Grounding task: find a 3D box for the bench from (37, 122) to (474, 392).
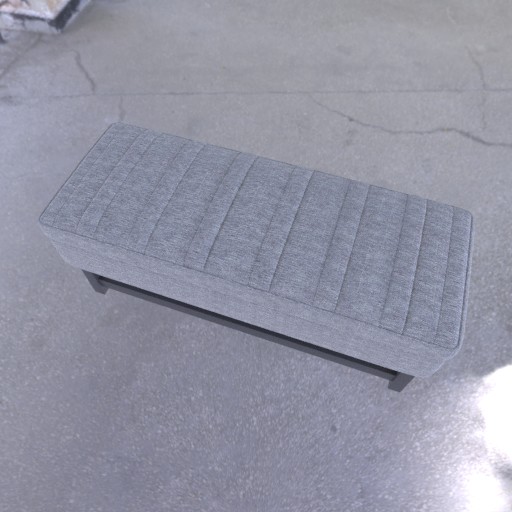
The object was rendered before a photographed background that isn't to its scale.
[{"bbox_3d":[0.000,0.000,1.318,1.100,0.470,0.429,16,59,10],"label":"bench"}]
